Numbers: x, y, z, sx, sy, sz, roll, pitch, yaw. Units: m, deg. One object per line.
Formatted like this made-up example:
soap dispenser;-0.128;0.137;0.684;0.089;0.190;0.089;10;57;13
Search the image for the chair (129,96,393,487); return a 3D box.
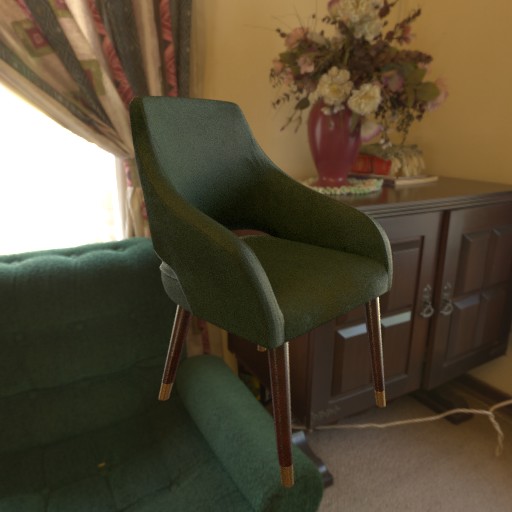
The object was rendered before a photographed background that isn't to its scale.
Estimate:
chair;0.000;0.000;1.545;0.794;1.081;0.683;15;21;42
